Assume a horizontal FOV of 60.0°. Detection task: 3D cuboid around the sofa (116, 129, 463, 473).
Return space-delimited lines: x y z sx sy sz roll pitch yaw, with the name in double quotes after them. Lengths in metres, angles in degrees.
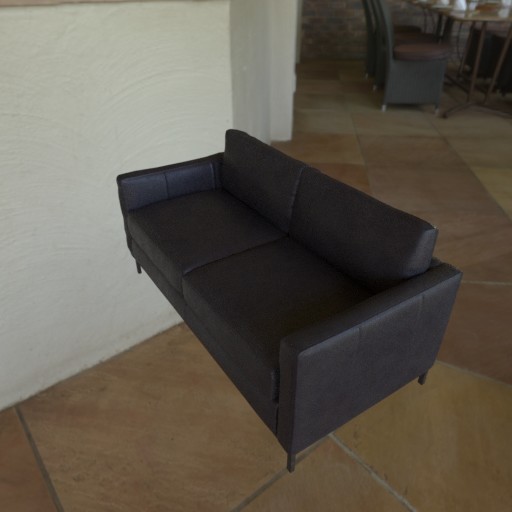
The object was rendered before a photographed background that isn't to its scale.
0.000 0.000 2.332 0.947 0.883 1.805 -21 38 -29 "sofa"
